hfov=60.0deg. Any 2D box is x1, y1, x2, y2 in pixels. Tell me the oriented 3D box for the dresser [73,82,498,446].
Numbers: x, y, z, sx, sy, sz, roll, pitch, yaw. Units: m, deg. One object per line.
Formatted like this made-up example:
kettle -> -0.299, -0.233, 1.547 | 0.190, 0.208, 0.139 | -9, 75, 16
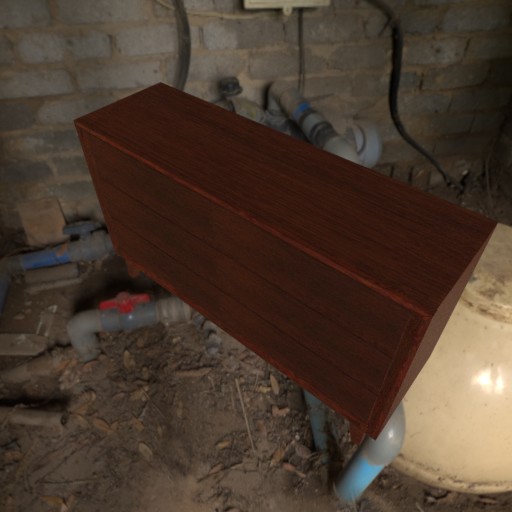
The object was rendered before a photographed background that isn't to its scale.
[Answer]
dresser -> 0.000, 0.000, 1.989 | 1.609, 0.971, 0.499 | 31, 53, 27
